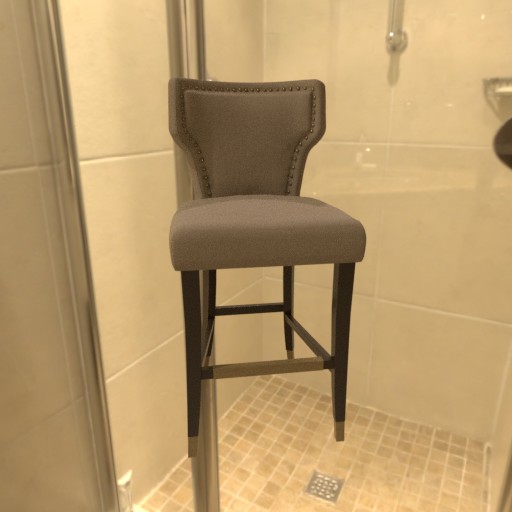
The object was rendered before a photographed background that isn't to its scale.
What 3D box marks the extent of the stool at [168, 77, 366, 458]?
[{"bbox_3d":[0.000,0.000,1.432,0.526,1.092,0.563,-3,18,-8],"label":"stool"}]
